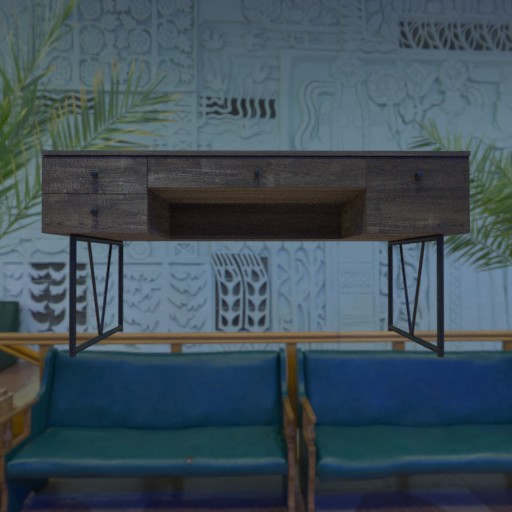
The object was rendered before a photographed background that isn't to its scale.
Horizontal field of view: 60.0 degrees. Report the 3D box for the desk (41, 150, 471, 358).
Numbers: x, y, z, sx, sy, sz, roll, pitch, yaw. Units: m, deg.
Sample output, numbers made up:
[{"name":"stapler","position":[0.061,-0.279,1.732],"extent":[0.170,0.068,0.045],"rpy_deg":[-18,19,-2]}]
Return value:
[{"name":"desk","position":[0.000,0.000,1.993],"extent":[1.600,0.780,0.730],"rpy_deg":[0,-1,0]}]
